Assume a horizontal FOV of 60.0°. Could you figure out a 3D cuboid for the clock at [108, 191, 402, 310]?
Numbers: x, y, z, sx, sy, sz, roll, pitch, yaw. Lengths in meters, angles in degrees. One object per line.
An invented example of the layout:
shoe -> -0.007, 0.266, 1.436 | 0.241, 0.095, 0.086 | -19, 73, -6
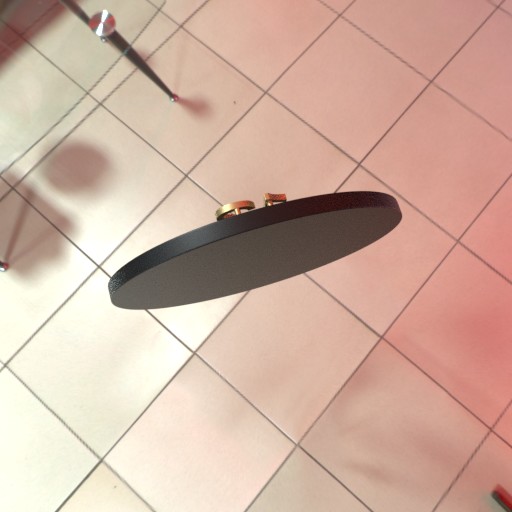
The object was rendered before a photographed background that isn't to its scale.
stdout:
clock -> 0.000, 0.000, 0.702 | 0.454, 0.454, 0.038 | -16, 78, -3
